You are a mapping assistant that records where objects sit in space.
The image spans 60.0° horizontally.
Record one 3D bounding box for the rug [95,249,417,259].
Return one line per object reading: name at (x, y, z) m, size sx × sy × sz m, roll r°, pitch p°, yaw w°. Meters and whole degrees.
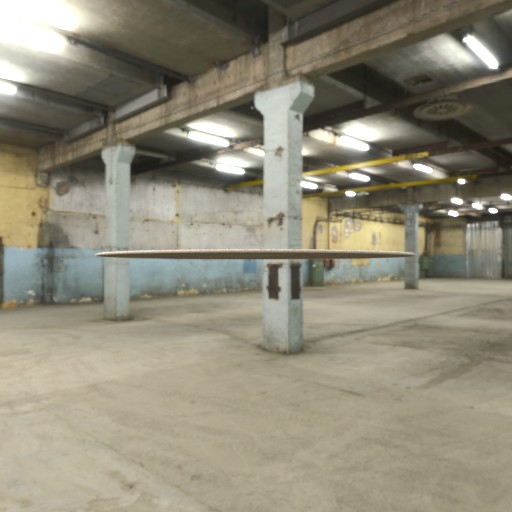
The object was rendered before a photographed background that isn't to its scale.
rug at (0.000, 0.000, 2.331) m, size 1.593 × 0.012 × 1.593 m, roll 0°, pitch -1°, yaw 0°
